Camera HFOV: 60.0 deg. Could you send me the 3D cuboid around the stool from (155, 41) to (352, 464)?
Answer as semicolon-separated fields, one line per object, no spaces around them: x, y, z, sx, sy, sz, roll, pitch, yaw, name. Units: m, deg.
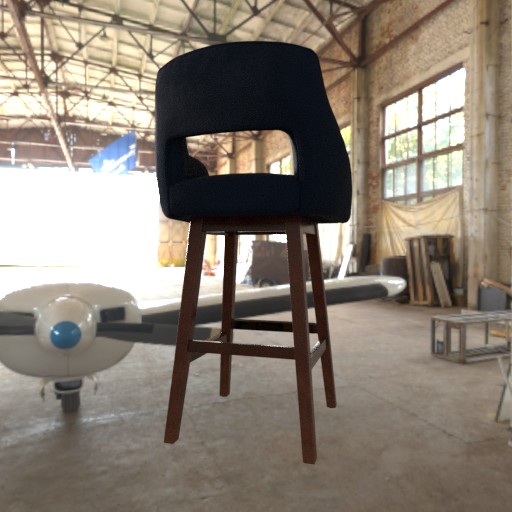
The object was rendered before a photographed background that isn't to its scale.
0.000;0.000;1.339;0.550;1.041;0.560;0;1;17;stool
